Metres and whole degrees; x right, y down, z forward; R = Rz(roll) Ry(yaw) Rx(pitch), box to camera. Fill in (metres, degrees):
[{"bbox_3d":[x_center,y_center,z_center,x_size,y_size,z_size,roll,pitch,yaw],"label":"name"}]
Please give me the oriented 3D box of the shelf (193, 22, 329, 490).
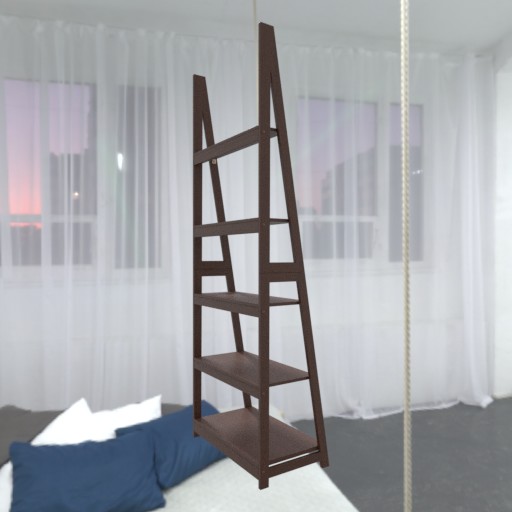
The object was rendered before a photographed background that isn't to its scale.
[{"bbox_3d":[0.000,0.000,2.019,0.350,1.770,0.600,0,0,-33],"label":"shelf"}]
